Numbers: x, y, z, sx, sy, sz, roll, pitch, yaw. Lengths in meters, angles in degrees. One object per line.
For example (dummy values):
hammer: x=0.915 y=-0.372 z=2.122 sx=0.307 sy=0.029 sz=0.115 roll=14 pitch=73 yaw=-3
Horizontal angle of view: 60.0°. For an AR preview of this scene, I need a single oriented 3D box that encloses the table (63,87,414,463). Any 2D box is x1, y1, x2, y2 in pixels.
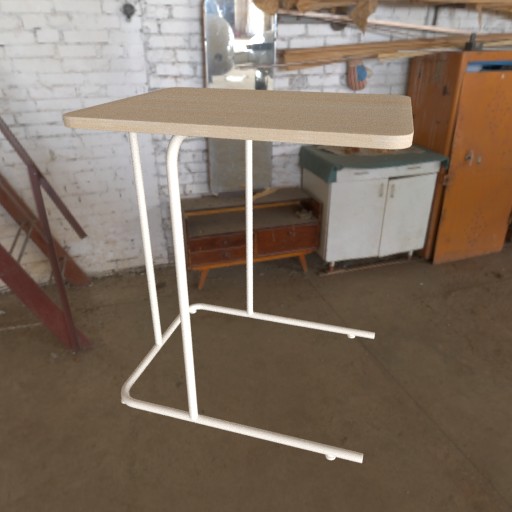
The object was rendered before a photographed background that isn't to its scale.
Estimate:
table: x=0.000 y=0.000 z=0.840 sx=0.480 sy=0.550 sz=0.370 roll=8 pitch=28 yaw=15
